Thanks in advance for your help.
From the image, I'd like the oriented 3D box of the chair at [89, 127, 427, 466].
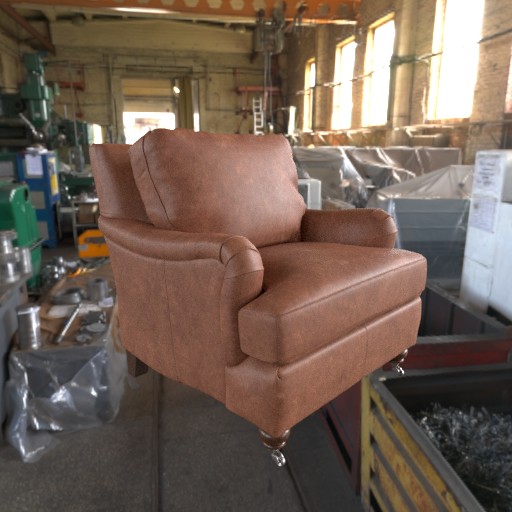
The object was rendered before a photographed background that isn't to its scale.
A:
[{"bbox_3d":[0.000,0.000,1.904,1.158,1.055,0.986,13,19,43],"label":"chair"}]
